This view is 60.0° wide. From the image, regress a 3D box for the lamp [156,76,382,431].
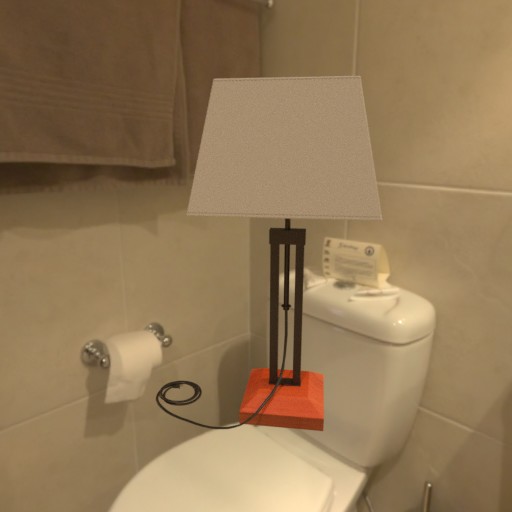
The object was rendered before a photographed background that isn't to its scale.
[{"bbox_3d":[0.000,0.000,0.995,0.498,0.737,0.310,2,15,8],"label":"lamp"}]
